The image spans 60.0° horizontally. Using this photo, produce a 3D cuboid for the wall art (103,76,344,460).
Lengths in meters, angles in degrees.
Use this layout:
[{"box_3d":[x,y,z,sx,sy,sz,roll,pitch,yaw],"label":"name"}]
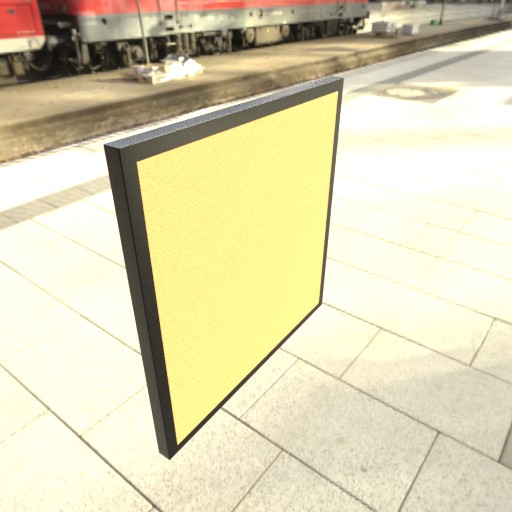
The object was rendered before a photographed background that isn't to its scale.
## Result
[{"box_3d":[0.000,0.000,1.133,0.038,0.761,0.755,21,37,30],"label":"wall art"}]
